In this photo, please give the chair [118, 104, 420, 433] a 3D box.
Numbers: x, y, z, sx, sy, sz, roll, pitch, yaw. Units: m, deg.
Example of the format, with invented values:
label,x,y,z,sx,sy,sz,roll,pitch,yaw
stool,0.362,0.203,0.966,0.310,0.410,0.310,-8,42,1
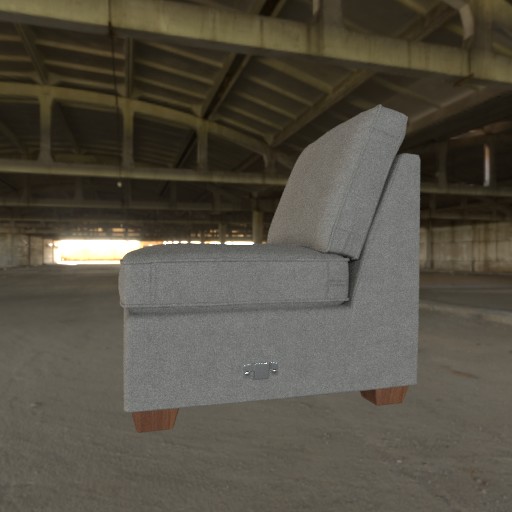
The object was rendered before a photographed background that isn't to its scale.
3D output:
label,x,y,z,sx,sy,sz,roll,pitch,yaw
chair,0.000,0.000,1.584,0.938,0.970,0.621,0,0,-17
